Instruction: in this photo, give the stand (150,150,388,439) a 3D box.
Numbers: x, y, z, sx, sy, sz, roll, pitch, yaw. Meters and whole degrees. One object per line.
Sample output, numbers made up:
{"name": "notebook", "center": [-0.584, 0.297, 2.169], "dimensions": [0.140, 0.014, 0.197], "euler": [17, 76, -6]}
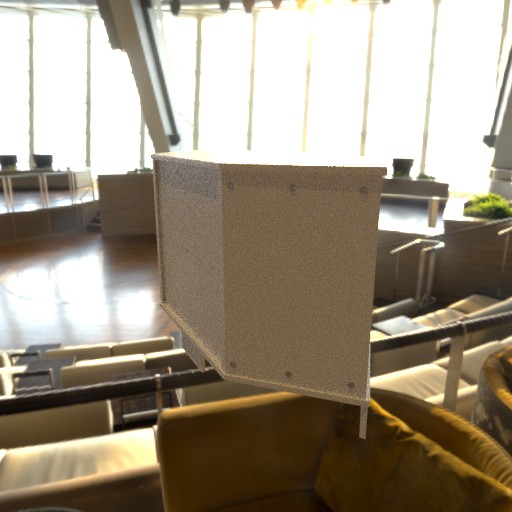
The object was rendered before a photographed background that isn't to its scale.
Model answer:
{"name": "stand", "center": [0.000, 0.000, 1.389], "dimensions": [0.477, 0.614, 1.072], "euler": [-8, 17, -27]}
